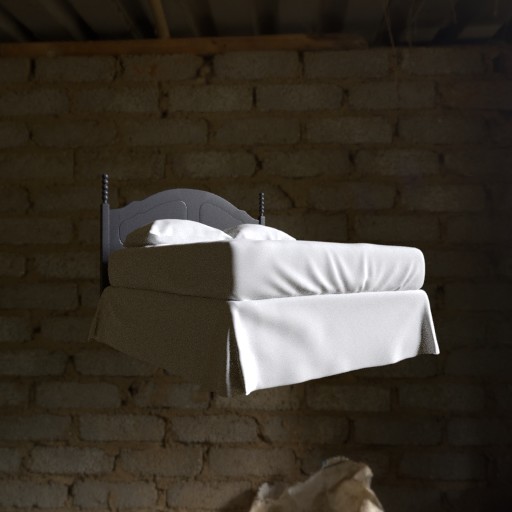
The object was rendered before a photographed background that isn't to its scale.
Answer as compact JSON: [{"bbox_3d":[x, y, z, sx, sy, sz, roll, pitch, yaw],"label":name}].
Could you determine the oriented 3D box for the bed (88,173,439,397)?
[{"bbox_3d":[0.000,0.000,3.285,1.873,1.356,2.040,1,-1,-36],"label":"bed"}]
